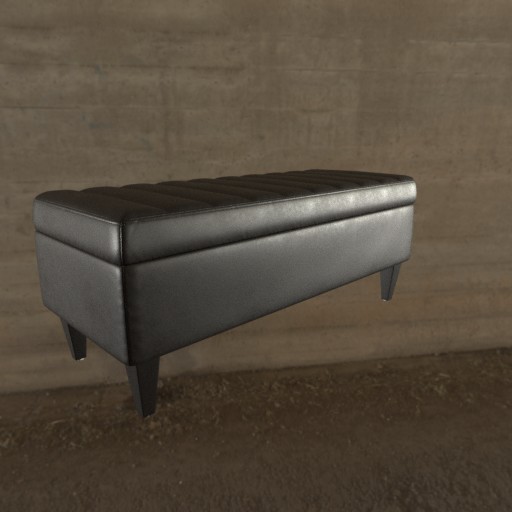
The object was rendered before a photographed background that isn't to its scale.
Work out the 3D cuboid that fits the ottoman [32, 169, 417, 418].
[{"bbox_3d":[0.000,0.000,1.392,1.151,0.469,0.482,-14,21,-42],"label":"ottoman"}]
